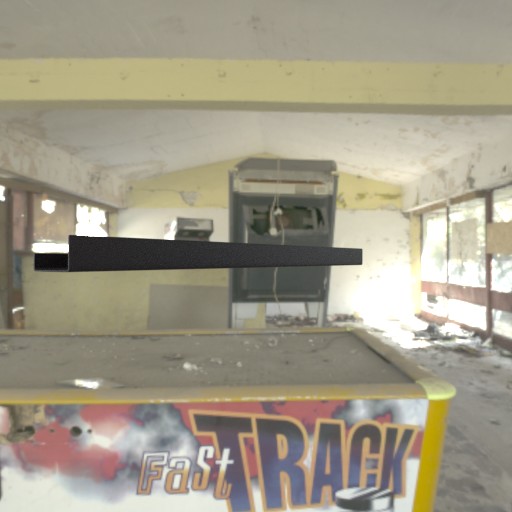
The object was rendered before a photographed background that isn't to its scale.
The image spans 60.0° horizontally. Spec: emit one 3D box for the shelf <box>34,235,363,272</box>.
[{"bbox_3d":[0.000,0.000,0.969,0.092,0.049,0.924,0,-1,37],"label":"shelf"}]
